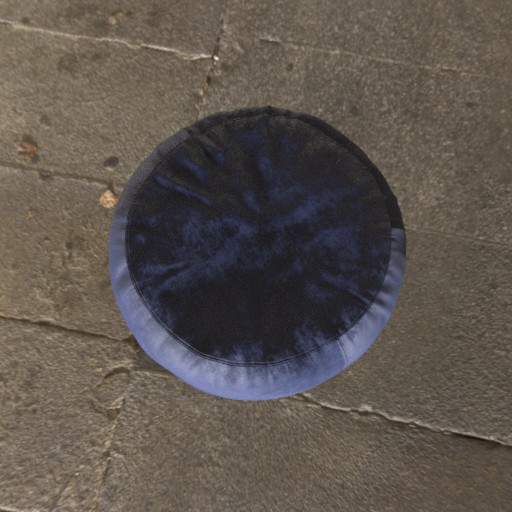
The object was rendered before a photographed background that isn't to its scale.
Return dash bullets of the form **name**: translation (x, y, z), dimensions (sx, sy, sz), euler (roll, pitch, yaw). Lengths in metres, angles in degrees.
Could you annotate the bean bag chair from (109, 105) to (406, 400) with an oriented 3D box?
- **bean bag chair**: translation (0.000, 0.000, 1.990), dimensions (1.219, 0.762, 1.219), euler (0, 75, 0)
